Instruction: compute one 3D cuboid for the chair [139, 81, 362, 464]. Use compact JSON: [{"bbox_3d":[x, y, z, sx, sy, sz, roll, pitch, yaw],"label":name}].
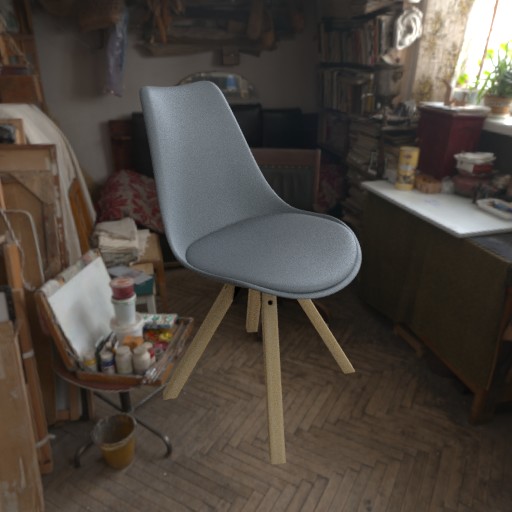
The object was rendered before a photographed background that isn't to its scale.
[{"bbox_3d":[0.000,0.000,1.197,0.549,0.850,0.485,17,30,32],"label":"chair"}]
